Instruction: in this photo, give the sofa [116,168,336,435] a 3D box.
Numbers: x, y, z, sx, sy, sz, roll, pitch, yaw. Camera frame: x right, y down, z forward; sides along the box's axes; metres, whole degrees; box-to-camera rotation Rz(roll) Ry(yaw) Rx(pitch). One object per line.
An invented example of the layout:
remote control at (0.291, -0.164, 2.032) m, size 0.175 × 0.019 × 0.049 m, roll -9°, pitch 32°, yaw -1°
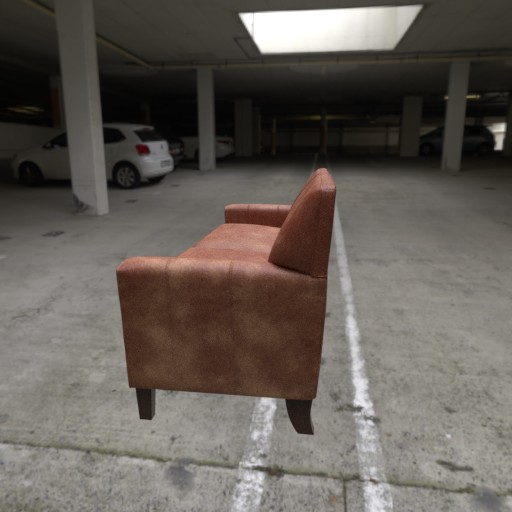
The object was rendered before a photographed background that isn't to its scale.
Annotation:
sofa at (0.000, 0.000, 2.553) m, size 0.805 × 0.947 × 2.053 m, roll 2°, pitch 13°, yaw 8°
